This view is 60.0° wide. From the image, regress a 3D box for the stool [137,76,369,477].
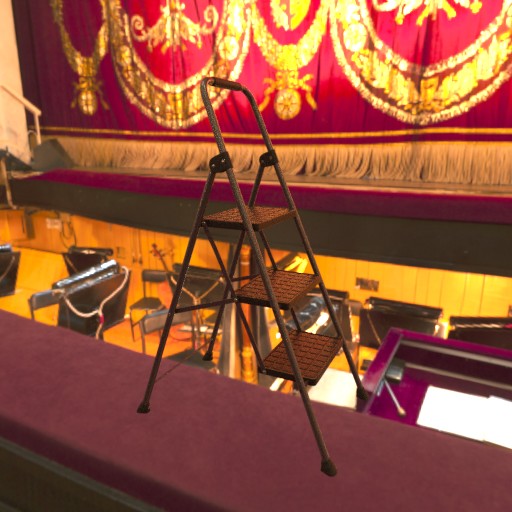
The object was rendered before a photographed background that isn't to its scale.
[{"bbox_3d":[0.000,0.000,1.488,0.733,1.121,0.473,7,16,25],"label":"stool"}]
